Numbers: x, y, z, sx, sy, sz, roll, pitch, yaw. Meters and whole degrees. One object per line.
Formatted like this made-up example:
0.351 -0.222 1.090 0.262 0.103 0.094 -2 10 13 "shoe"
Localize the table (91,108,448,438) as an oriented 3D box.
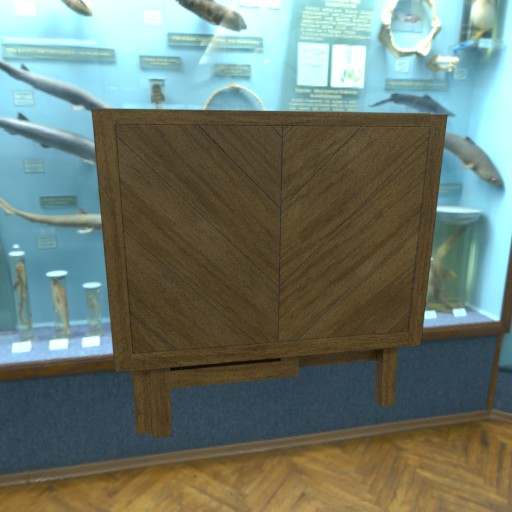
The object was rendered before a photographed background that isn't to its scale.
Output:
0.000 0.000 1.276 0.746 0.763 0.591 -3 14 -10 "table"
